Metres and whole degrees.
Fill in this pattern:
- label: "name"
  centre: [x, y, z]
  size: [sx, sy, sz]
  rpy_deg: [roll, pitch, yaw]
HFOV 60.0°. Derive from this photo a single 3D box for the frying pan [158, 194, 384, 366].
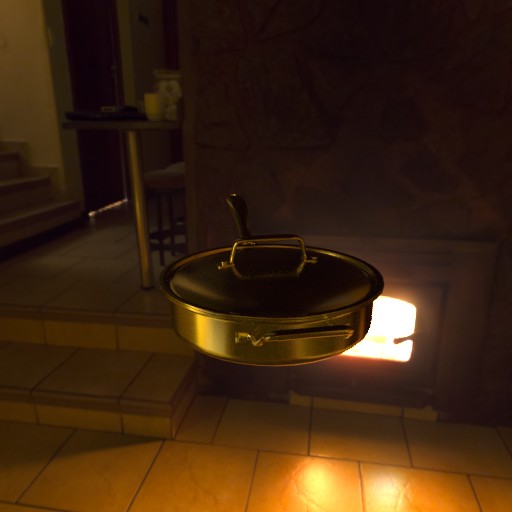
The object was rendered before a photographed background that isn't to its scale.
- label: "frying pan"
  centre: [0.000, 0.000, 0.662]
  size: [0.280, 0.114, 0.561]
  rpy_deg: [-3, 17, -10]
